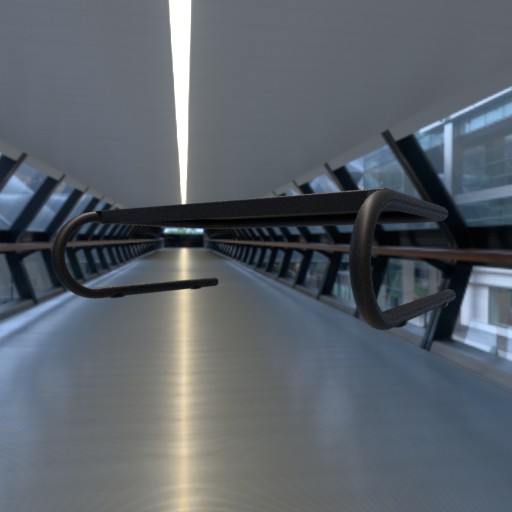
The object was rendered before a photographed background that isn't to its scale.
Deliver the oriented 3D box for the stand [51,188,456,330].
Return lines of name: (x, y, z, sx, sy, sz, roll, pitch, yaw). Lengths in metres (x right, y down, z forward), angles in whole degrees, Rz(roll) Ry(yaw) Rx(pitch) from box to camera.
stand: (0.000, 0.000, 0.503, 0.370, 0.108, 0.280, 1, 1, 35)
